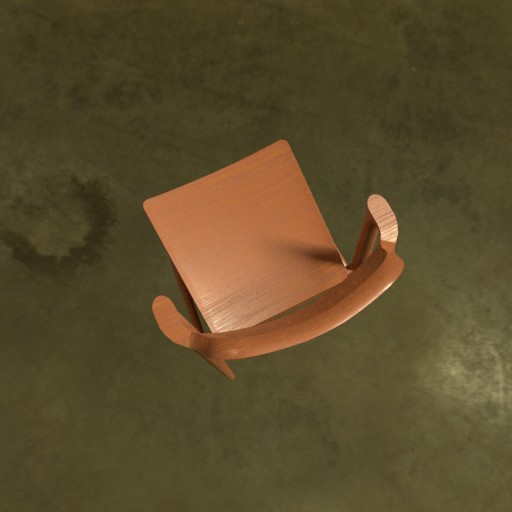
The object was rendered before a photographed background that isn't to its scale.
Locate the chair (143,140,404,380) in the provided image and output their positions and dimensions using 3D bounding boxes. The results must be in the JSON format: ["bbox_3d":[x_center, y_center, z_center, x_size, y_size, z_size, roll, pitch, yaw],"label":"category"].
[{"bbox_3d":[0.000,0.000,1.127,0.496,0.801,0.499,-25,77,-6],"label":"chair"}]
